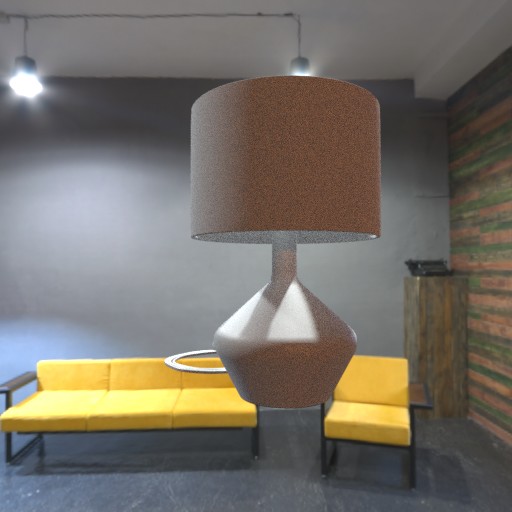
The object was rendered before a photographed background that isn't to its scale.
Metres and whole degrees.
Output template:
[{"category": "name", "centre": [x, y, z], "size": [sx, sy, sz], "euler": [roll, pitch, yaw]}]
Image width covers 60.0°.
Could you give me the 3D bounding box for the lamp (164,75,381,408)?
[{"category": "lamp", "centre": [0.000, 0.000, 0.846], "size": [0.401, 0.457, 0.546], "euler": [0, -2, 1]}]
